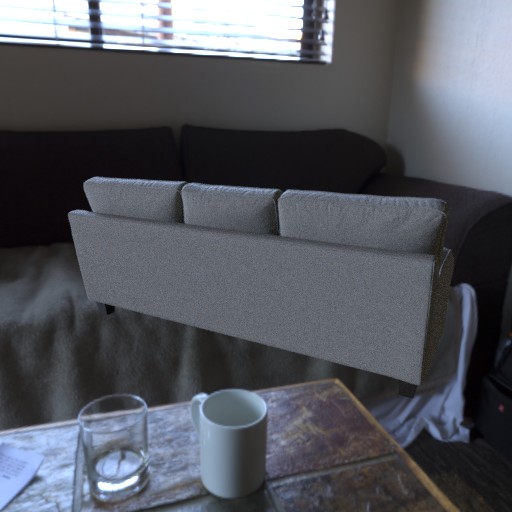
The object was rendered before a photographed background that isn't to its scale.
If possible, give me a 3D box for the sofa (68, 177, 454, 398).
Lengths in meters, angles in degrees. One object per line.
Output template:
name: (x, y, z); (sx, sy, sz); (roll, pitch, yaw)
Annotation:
sofa: (0.000, 0.000, 2.894); (2.323, 0.997, 1.016); (9, 19, 27)
